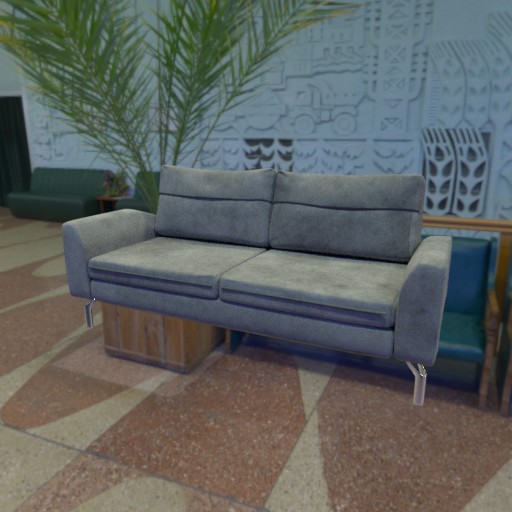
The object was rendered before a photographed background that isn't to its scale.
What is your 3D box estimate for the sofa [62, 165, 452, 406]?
[{"bbox_3d":[0.000,0.000,2.295,1.837,0.859,0.849,7,17,24],"label":"sofa"}]
